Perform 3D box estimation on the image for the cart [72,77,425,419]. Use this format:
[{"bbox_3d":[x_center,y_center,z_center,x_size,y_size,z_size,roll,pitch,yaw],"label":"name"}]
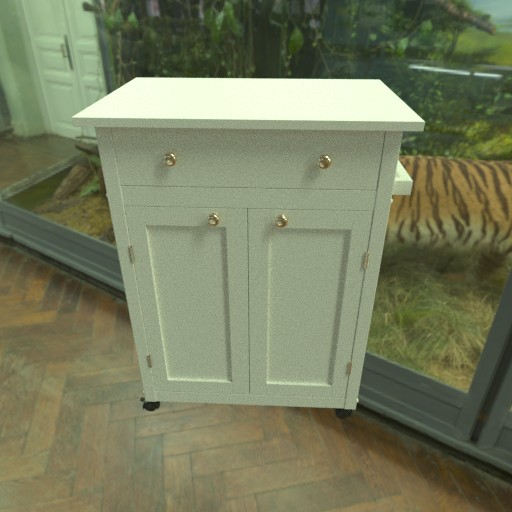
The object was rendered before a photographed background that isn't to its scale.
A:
[{"bbox_3d":[0.000,0.000,1.243,0.683,0.864,0.442,1,31,2],"label":"cart"}]
